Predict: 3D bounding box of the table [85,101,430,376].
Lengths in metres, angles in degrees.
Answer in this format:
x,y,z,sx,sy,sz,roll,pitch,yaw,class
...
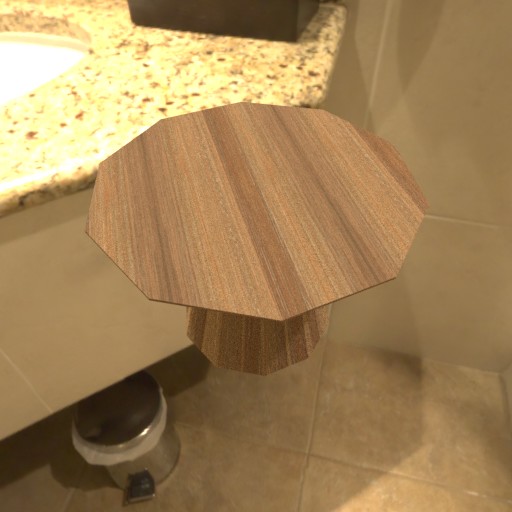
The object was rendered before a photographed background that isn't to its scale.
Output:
x,y,z,sx,sy,sz,roll,pitch,yaw,class
0.000,0.000,1.838,1.186,0.752,1.186,0,47,0,table
